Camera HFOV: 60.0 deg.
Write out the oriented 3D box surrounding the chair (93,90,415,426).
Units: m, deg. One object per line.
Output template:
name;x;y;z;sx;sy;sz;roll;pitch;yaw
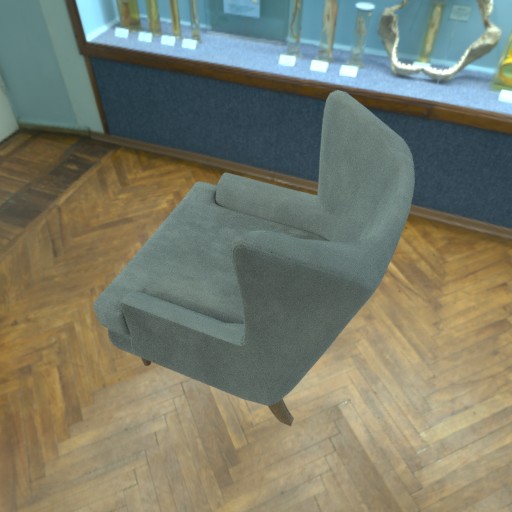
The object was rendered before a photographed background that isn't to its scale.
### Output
chair;0.000;0.000;1.585;0.906;0.950;0.784;17;49;16
